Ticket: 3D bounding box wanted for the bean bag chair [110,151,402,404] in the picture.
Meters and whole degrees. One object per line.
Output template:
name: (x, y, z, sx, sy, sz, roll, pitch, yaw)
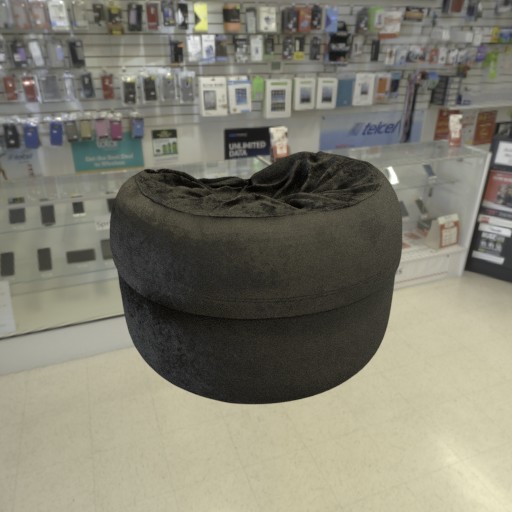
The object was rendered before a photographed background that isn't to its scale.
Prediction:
bean bag chair: (0.000, 0.000, 1.500, 0.918, 0.605, 0.918, 0, 26, 0)
